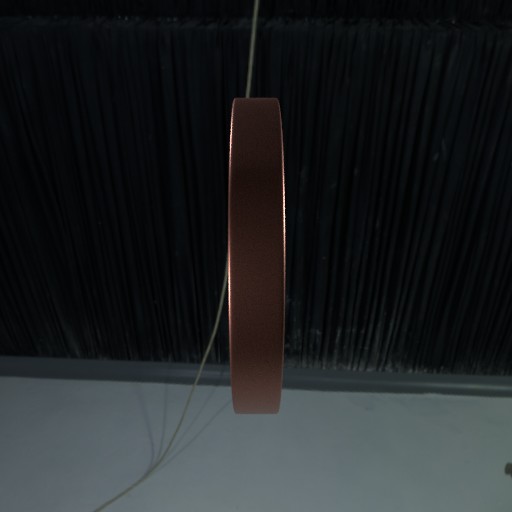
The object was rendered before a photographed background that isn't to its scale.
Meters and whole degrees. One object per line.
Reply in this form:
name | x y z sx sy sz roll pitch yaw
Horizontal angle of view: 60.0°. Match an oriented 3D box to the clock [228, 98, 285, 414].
clock | 0.000 0.000 0.467 0.040 0.313 0.313 0 32 0
